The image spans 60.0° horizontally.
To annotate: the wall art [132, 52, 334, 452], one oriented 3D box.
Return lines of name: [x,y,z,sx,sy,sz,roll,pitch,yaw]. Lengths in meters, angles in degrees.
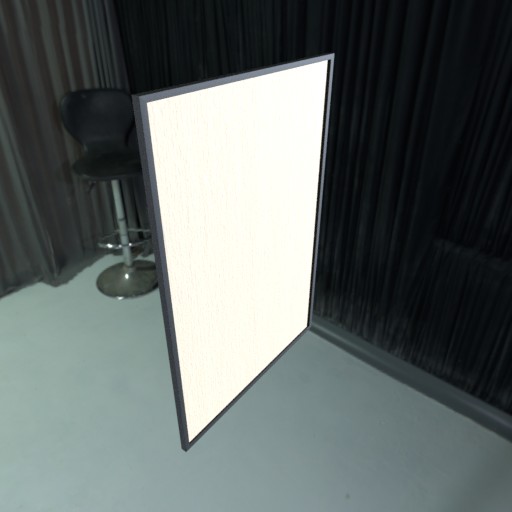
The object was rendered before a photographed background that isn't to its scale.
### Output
wall art: [0.000,0.000,0.836,0.013,0.657,0.457,22,38,31]
